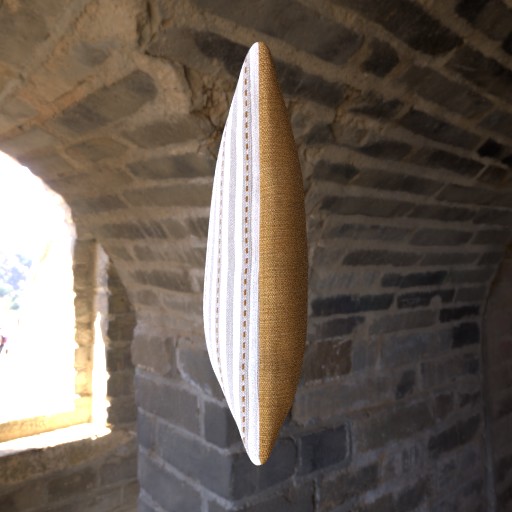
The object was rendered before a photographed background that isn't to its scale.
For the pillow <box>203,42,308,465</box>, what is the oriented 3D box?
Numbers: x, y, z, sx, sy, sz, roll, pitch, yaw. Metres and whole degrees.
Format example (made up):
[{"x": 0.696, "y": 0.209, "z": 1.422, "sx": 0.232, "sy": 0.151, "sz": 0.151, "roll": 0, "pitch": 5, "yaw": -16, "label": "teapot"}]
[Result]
[{"x": 0.000, "y": 0.000, "z": 0.665, "sx": 0.147, "sy": 0.437, "sz": 0.432, "roll": 0, "pitch": -2, "yaw": 0, "label": "pillow"}]
